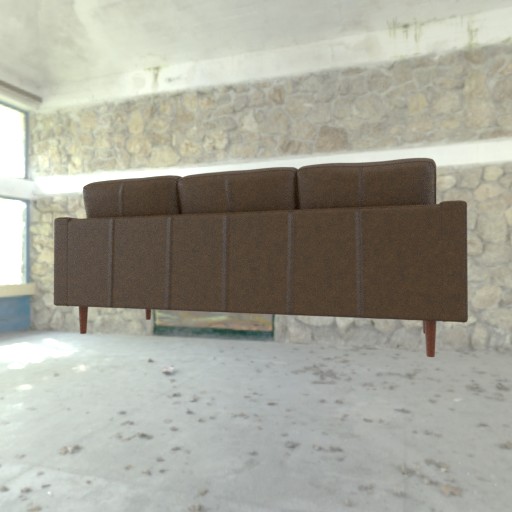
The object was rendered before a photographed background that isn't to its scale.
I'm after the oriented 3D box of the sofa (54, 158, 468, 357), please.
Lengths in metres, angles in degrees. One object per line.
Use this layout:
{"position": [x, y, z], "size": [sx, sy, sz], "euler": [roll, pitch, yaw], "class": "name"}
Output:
{"position": [0.000, 0.000, 2.680], "size": [2.231, 0.930, 0.903], "euler": [0, -1, 20], "class": "sofa"}
